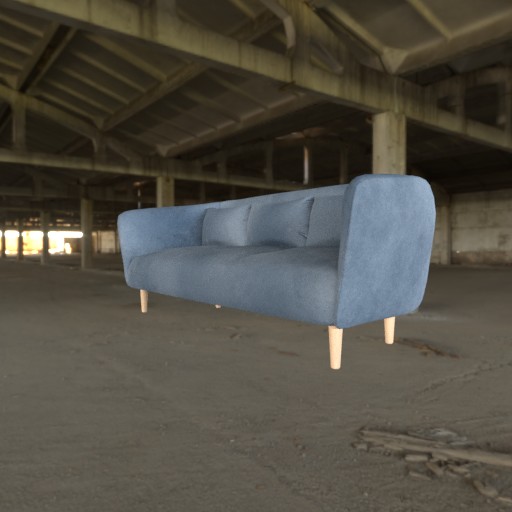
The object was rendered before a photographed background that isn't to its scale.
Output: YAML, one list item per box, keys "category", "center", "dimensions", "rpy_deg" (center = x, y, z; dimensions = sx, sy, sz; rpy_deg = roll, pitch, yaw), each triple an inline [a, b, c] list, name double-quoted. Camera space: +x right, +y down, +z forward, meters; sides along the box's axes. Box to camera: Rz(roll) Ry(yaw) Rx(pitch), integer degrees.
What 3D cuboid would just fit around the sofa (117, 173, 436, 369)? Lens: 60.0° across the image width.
- category: "sofa"
  center: [0.000, 0.000, 2.507]
  dimensions: [0.849, 0.795, 2.095]
  rpy_deg: [-1, 2, -38]
